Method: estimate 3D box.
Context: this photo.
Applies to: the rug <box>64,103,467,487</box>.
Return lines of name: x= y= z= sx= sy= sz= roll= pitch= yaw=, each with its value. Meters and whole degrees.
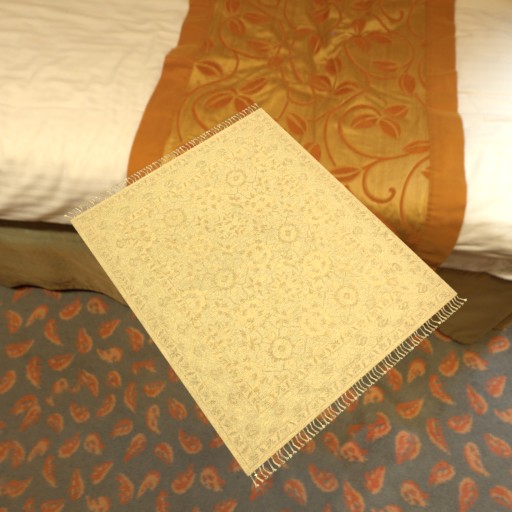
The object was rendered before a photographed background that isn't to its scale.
rug: x=0.000 y=0.000 z=4.159 sx=2.444 sy=0.013 sz=3.043 roll=-35 pitch=69 yaw=-16
